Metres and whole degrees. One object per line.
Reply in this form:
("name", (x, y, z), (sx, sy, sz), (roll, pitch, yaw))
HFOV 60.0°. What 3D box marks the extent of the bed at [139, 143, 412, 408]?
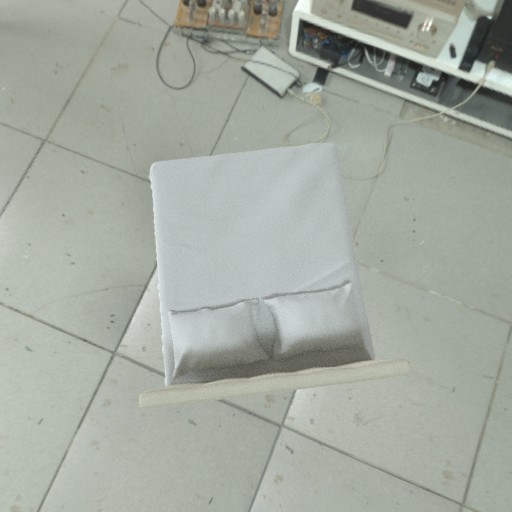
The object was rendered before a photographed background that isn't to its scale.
("bed", (0.000, 0.000, 3.608), (1.936, 1.577, 2.222), (-7, 76, -2))
